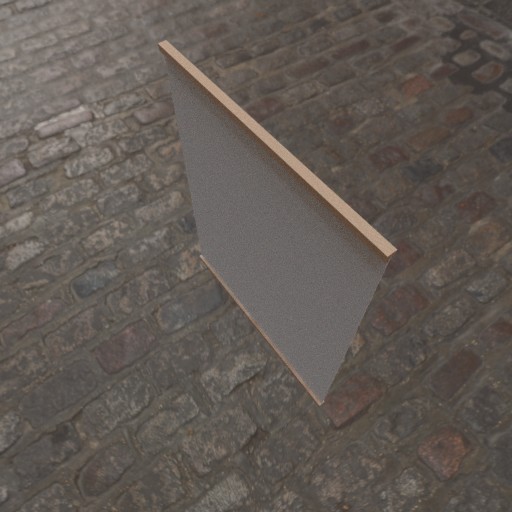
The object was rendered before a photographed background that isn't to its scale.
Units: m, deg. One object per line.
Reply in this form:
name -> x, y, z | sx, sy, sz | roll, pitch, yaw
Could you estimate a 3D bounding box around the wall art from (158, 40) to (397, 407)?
wall art -> 0.000, 0.000, 0.693 | 0.012, 0.508, 0.405 | -32, 62, -19
